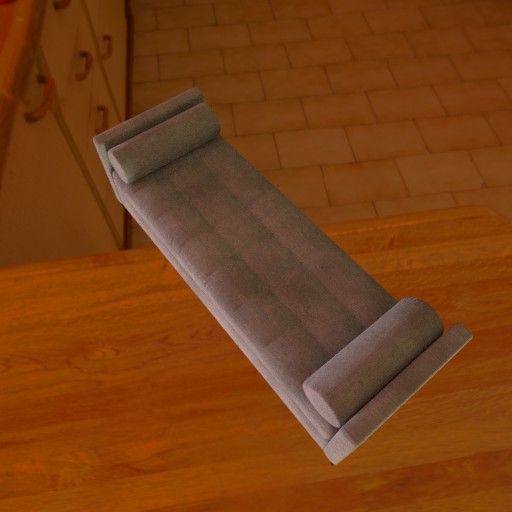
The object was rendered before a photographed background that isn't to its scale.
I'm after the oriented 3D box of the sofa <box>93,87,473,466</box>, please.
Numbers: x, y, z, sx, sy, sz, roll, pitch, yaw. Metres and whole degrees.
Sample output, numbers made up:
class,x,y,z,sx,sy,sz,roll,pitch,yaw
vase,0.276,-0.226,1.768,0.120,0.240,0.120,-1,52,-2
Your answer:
class,x,y,z,sx,sy,sz,roll,pitch,yaw
sofa,0.000,0.000,2.333,0.686,0.635,1.981,-34,64,-19
